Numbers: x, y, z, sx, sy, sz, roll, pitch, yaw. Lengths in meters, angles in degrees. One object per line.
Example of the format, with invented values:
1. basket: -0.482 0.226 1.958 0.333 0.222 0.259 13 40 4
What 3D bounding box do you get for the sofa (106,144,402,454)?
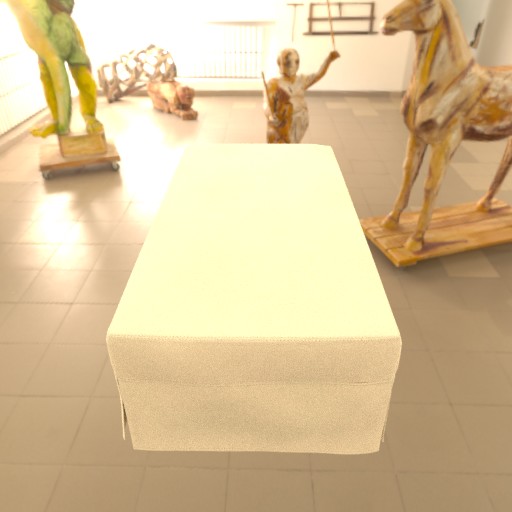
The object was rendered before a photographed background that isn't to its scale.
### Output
1. sofa: 0.000 0.000 2.087 0.939 0.552 1.677 0 34 1
